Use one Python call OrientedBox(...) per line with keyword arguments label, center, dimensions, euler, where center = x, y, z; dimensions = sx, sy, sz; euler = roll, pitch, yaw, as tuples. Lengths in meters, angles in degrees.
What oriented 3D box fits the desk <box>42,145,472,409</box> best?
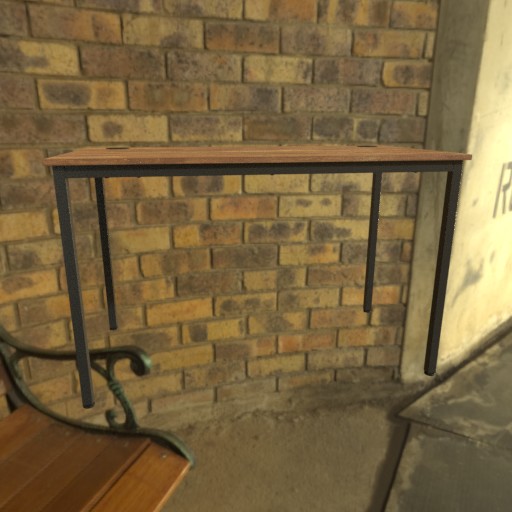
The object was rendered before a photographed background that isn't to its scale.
OrientedBox(label="desk", center=(0.000, 0.000, 1.608), dimensions=(1.200, 0.749, 0.600), euler=(-3, 17, -9))
